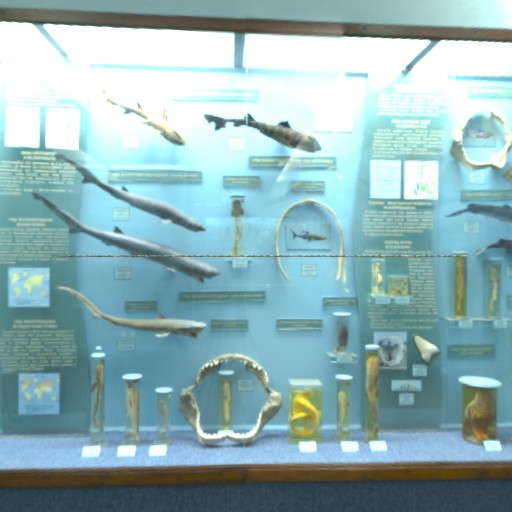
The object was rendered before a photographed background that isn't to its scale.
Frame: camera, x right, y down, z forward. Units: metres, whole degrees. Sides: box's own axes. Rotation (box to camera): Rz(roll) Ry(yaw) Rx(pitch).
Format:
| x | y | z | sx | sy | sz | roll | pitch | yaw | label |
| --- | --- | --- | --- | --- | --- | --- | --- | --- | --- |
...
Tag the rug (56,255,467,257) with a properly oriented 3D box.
| x | y | z | sx | sy | sz | roll | pitch | yaw | label |
| --- | --- | --- | --- | --- | --- | --- | --- | --- | --- |
| 0.000 | 0.000 | 4.092 | 2.444 | 0.013 | 3.043 | 0 | 0 | -1 | rug |
